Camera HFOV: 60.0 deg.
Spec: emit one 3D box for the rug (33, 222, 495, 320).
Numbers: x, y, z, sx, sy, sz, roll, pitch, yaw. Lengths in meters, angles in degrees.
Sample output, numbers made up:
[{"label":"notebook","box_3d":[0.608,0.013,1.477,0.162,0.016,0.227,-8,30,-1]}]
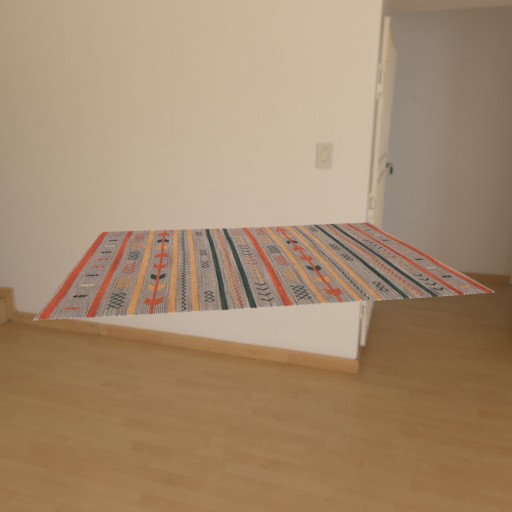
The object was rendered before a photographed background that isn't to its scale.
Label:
[{"label":"rug","box_3d":[0.000,0.000,3.914,3.029,0.022,2.263,-3,17,-8]}]
